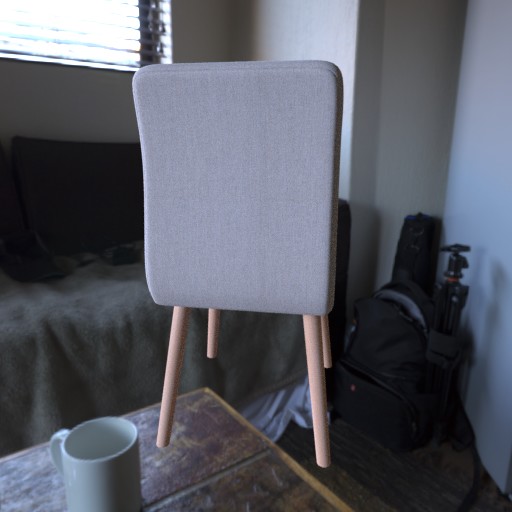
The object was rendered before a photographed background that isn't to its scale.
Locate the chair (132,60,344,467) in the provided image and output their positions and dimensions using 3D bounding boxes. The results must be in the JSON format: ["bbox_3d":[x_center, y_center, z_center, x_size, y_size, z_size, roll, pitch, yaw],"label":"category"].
[{"bbox_3d":[0.000,0.000,1.181,0.435,0.885,0.550,3,15,9],"label":"chair"}]
